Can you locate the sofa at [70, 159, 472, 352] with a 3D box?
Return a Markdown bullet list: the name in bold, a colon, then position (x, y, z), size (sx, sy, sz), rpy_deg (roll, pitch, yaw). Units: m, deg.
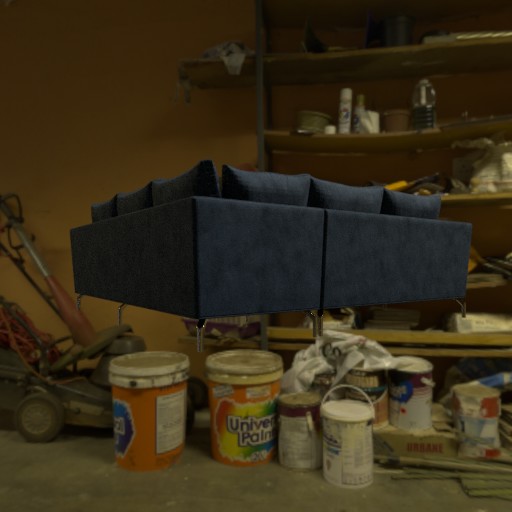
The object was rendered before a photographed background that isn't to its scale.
- **sofa**: position (0.000, 0.000, 3.791), size (2.472, 0.988, 2.463), rpy_deg (1, -1, -35)
